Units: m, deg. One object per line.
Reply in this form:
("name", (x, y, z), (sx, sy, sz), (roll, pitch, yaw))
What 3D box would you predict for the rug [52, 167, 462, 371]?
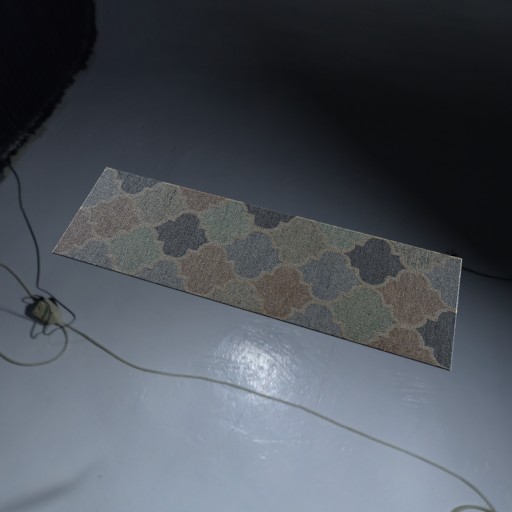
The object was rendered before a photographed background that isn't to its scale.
("rug", (0.000, 0.000, 2.580), (2.287, 0.011, 0.687), (15, 61, 9))
